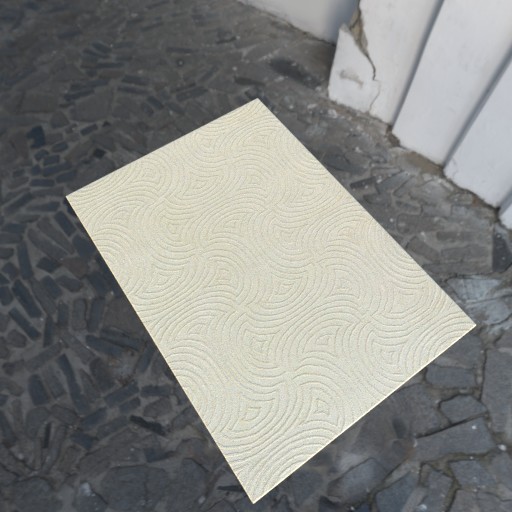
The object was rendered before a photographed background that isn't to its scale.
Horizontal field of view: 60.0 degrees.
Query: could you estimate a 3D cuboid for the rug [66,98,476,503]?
[{"bbox_3d":[0.000,0.000,2.683,1.526,0.015,2.132,-32,67,-15],"label":"rug"}]
